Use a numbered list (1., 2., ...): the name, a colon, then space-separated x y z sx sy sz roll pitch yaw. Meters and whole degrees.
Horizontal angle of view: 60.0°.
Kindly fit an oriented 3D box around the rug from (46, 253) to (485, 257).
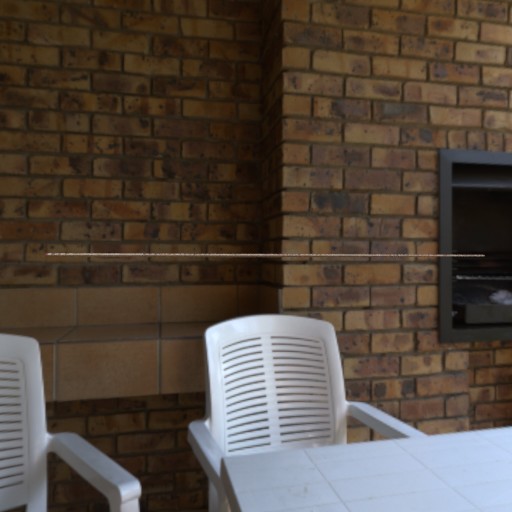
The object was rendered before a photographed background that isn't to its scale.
1. rug: 0.000 0.000 3.034 2.428 0.007 1.519 0 0 -18
